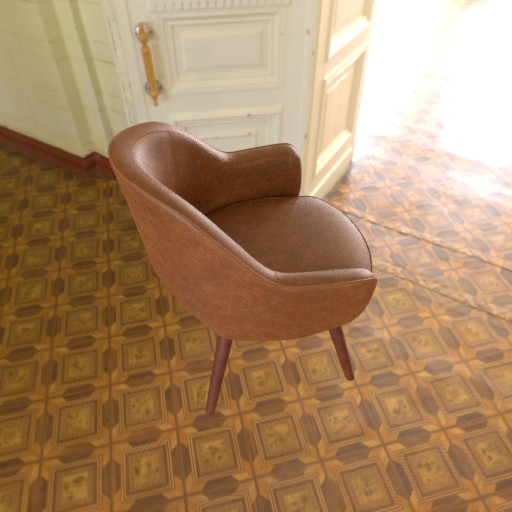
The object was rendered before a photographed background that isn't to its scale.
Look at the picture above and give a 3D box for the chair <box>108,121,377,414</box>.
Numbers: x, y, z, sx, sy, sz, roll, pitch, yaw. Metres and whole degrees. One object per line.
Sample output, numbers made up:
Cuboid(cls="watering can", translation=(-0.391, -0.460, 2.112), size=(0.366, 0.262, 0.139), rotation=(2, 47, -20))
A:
Cuboid(cls="chair", translation=(0.000, 0.000, 1.254), size=(0.640, 0.777, 0.591), rotation=(-10, 46, -10))
